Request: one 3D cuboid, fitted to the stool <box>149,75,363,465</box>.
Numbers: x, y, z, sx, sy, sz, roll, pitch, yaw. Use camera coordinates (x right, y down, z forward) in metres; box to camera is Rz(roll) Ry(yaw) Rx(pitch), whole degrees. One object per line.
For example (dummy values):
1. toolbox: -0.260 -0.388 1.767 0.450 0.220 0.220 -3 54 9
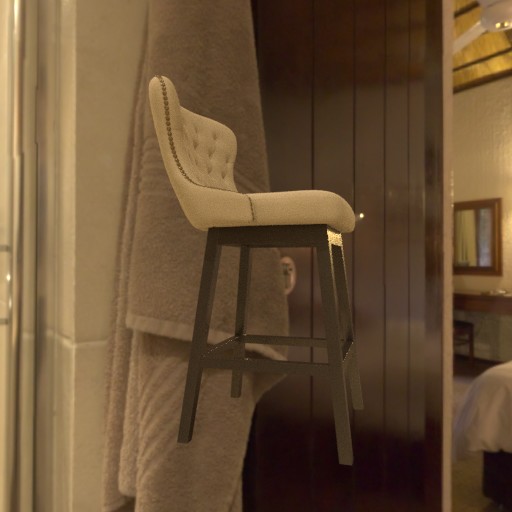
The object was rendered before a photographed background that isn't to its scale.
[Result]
1. stool: 0.000 0.000 1.315 0.593 0.971 0.528 0 -1 17
